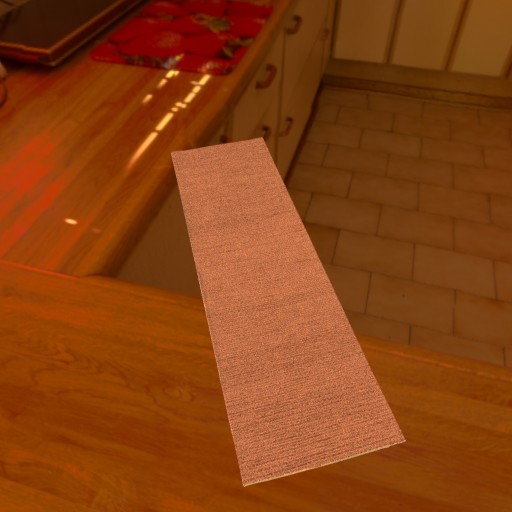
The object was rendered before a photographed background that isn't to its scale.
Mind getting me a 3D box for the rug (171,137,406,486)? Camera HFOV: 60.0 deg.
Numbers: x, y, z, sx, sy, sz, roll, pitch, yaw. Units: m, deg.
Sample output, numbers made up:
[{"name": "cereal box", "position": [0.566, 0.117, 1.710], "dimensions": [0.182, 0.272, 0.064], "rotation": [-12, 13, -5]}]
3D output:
[{"name": "rug", "position": [0.000, 0.000, 2.527], "dimensions": [0.692, 0.032, 2.320], "rotation": [-11, 49, -10]}]
